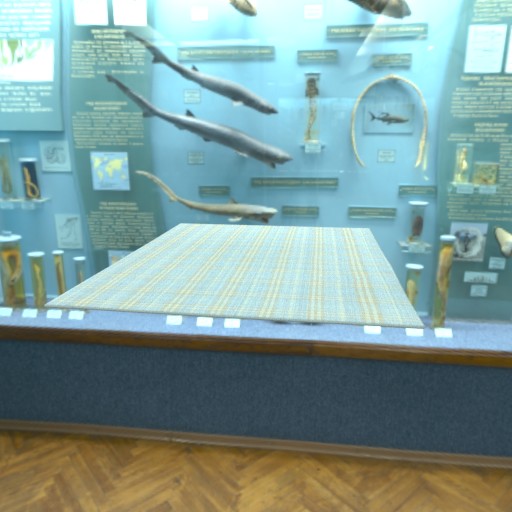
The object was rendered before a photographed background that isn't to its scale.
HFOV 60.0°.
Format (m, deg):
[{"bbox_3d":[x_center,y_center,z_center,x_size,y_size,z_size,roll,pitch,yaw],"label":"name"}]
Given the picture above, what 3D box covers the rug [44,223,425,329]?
[{"bbox_3d":[0.000,0.000,4.254,2.462,0.030,3.066,2,15,8],"label":"rug"}]
